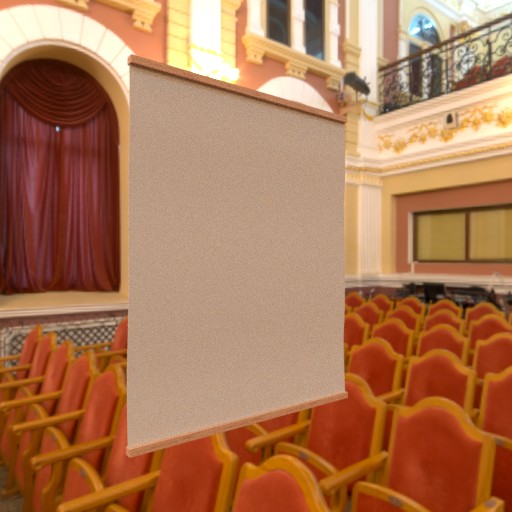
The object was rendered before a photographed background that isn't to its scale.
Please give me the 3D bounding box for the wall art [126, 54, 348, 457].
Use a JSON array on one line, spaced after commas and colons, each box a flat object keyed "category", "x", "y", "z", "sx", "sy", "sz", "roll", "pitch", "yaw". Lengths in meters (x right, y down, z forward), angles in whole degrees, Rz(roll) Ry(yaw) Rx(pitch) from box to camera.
[{"category": "wall art", "x": 0.000, "y": 0.000, "z": 0.685, "sx": 0.406, "sy": 0.508, "sz": 0.013, "roll": 1, "pitch": -1, "yaw": -37}]
